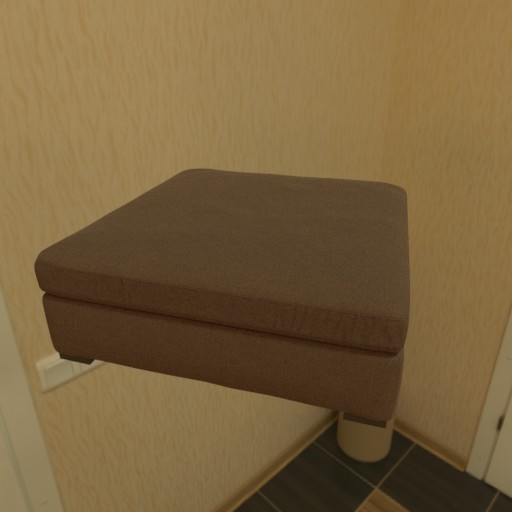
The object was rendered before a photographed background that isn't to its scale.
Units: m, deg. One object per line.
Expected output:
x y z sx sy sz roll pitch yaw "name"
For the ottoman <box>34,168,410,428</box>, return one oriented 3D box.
0.000 0.000 1.830 1.181 0.470 1.181 7 26 15 "ottoman"
